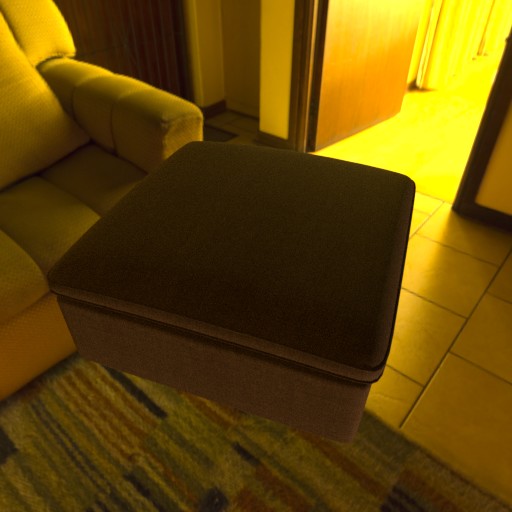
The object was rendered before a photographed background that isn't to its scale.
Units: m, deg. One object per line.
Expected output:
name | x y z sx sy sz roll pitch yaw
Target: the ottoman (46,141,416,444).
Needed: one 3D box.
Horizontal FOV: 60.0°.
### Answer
ottoman | 0.000 0.000 1.723 1.067 0.559 1.067 13 41 15
